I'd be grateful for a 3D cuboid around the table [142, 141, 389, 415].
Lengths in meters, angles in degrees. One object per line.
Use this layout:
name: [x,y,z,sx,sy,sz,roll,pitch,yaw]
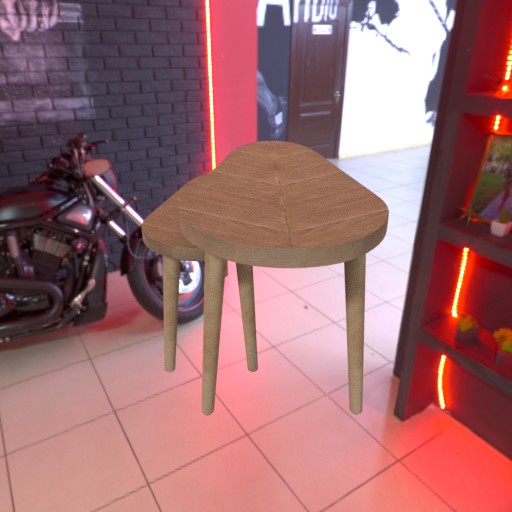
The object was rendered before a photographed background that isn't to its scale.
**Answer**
table: [0.000,0.000,1.596,0.701,0.595,1.190,0,25,0]
